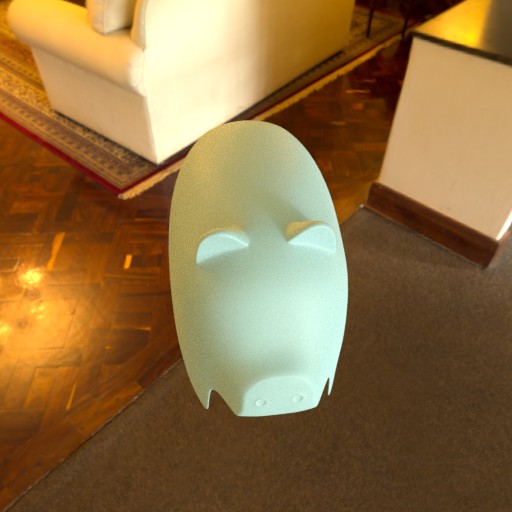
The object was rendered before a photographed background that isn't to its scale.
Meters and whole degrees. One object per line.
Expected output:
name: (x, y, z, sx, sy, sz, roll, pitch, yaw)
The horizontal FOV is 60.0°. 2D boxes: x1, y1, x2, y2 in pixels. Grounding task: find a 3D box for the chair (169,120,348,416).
chair: (0.000, 0.000, 0.875, 0.364, 0.423, 0.619, -5, 47, -5)
